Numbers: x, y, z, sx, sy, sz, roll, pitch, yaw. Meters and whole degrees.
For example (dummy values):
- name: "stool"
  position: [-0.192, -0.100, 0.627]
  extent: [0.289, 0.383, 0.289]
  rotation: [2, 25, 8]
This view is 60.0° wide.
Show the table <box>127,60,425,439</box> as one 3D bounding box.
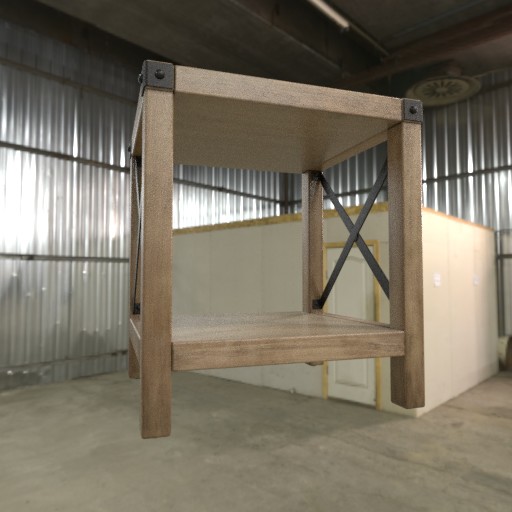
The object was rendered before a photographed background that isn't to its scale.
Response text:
- name: "table"
  position: [0.000, 0.000, 0.930]
  extent: [0.510, 0.561, 0.459]
  rotation: [1, -2, -18]
